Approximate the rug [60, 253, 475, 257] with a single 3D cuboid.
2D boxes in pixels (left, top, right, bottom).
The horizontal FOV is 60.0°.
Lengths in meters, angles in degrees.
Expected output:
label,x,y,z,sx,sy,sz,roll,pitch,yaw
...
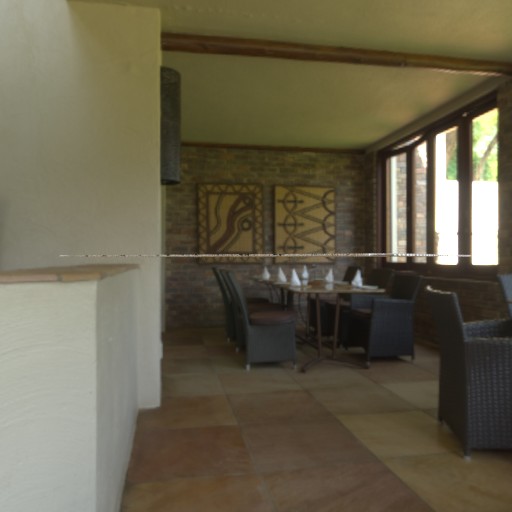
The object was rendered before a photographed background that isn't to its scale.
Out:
label,x,y,z,sx,sy,sz,roll,pitch,yaw
rug,0.000,0.000,2.471,2.006,0.008,1.196,0,0,38
